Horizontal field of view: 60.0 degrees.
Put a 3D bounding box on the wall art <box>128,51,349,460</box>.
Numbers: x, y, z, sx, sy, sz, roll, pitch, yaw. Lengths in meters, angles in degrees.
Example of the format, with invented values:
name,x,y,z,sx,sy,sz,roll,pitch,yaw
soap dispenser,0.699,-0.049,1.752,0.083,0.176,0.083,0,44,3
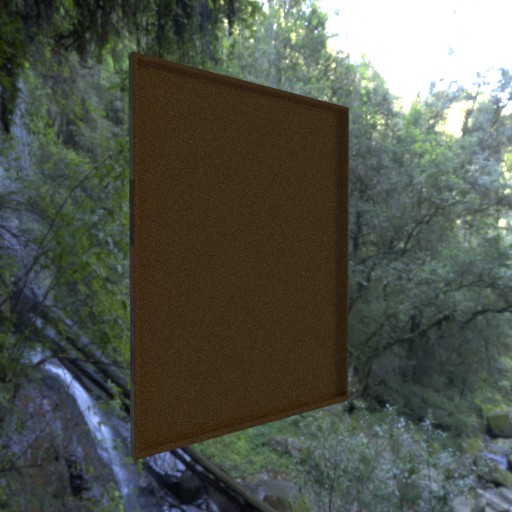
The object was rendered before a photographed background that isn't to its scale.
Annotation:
name,x,y,z,sx,sy,sz,roll,pitch,yaw
wall art,0.000,0.000,1.327,0.762,1.015,0.031,-1,1,-35
